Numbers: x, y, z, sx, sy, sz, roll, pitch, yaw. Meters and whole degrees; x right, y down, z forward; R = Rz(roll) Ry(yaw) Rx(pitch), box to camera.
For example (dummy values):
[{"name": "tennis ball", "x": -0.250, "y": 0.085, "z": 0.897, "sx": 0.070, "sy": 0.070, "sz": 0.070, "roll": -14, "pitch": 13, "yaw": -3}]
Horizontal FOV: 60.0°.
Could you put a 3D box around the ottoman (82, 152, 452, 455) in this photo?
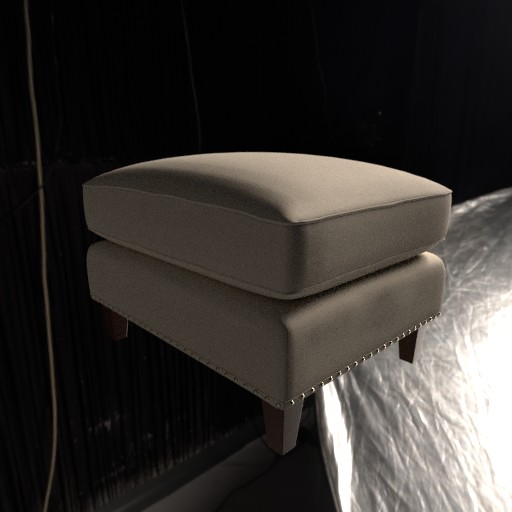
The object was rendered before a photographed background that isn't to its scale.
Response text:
[{"name": "ottoman", "x": 0.000, "y": 0.000, "z": 1.129, "sx": 0.584, "sy": 0.513, "sz": 0.741, "roll": -14, "pitch": 21, "yaw": -42}]
